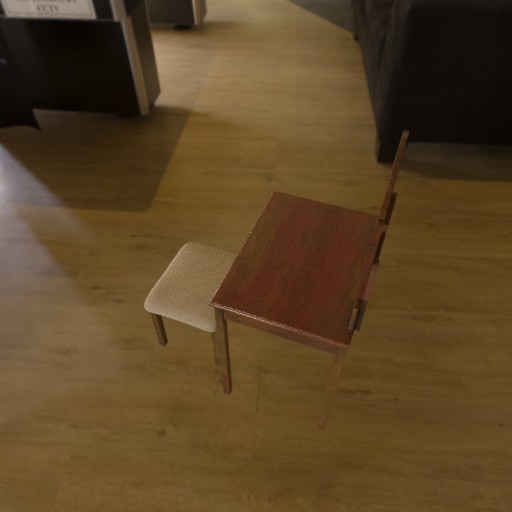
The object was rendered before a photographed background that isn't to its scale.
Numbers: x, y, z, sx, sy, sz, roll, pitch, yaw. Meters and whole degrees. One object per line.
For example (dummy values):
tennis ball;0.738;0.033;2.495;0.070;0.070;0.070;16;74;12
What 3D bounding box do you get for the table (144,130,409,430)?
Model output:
table;0.000;0.000;2.332;1.211;1.631;0.876;16;48;14
